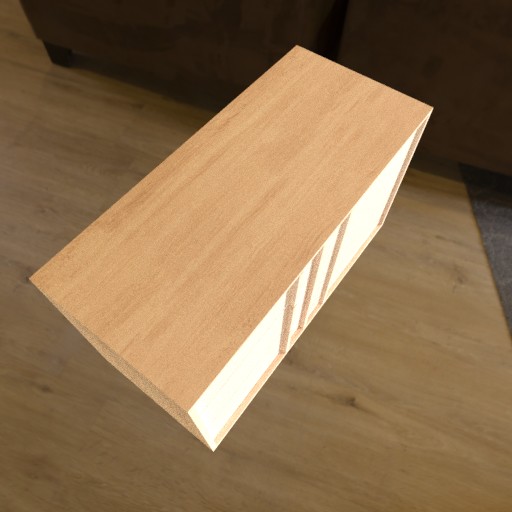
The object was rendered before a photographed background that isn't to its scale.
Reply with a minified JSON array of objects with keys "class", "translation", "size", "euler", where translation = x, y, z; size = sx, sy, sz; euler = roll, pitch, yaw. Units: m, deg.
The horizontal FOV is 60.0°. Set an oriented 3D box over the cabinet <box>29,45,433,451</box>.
[{"class":"cabinet","translation":[0.000,0.000,1.526],"size":[0.500,0.780,1.110],"euler":[33,65,18]}]
